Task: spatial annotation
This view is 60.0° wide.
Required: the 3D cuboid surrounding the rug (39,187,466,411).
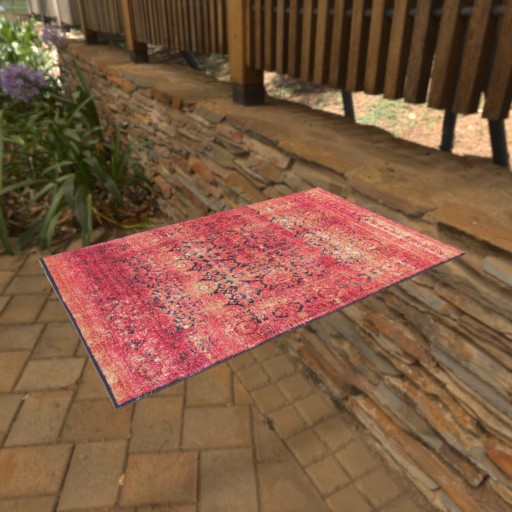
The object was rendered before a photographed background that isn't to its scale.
[{"bbox_3d":[0.000,0.000,2.986,2.449,0.018,1.539,-18,34,-29],"label":"rug"}]
